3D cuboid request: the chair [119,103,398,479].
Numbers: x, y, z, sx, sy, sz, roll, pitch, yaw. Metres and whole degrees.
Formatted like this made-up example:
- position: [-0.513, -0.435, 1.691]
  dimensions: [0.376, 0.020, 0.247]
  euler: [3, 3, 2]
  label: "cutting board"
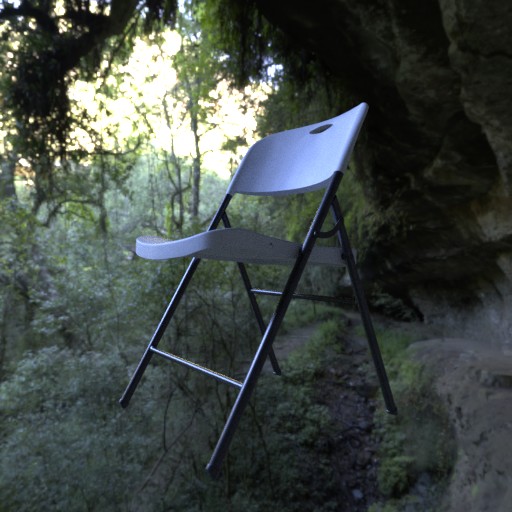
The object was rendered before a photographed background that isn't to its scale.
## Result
- position: [0.000, 0.000, 1.163]
  dimensions: [0.566, 0.810, 0.494]
  euler: [0, 0, -37]
  label: "chair"
